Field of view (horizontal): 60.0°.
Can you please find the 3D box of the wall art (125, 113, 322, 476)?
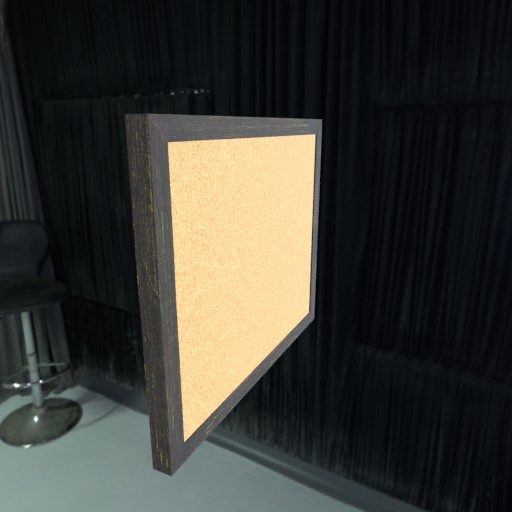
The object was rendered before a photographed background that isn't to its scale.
[{"bbox_3d":[0.000,0.000,0.767,0.032,0.457,0.558,8,18,26],"label":"wall art"}]
